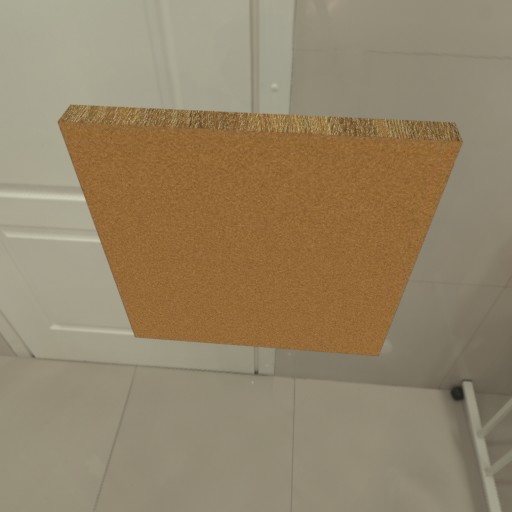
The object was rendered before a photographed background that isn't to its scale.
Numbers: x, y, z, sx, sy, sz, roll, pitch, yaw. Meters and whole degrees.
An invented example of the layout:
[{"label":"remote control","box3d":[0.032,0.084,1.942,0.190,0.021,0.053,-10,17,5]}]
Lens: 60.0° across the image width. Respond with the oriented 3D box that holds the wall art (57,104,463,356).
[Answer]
[{"label":"wall art","box3d":[0.000,0.000,0.600,0.406,0.403,0.039,4,47,3]}]
